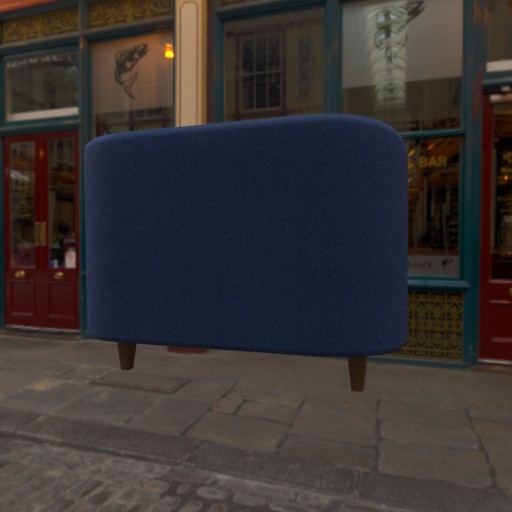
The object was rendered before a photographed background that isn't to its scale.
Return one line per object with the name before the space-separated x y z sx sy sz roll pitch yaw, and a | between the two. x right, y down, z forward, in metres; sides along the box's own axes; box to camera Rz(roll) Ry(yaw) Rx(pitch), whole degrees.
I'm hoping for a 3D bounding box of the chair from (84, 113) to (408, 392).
chair | 0.000 0.000 1.726 1.118 0.787 0.914 0 0 18
